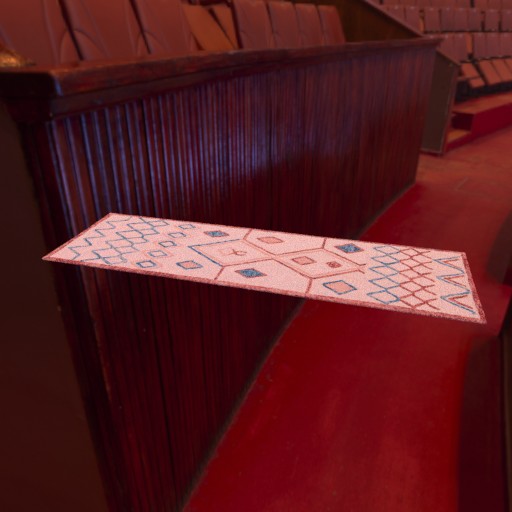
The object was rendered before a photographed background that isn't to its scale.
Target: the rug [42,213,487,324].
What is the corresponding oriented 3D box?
[{"bbox_3d":[0.000,0.000,2.666,2.435,0.011,0.750,7,28,14],"label":"rug"}]
